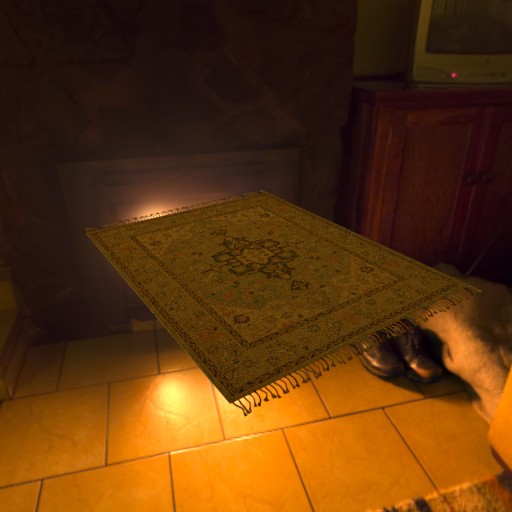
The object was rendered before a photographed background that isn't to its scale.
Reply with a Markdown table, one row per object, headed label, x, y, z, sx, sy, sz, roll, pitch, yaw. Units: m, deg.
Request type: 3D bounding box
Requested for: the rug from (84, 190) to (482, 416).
| label | x | y | z | sx | sy | sz | roll | pitch | yaw |
| --- | --- | --- | --- | --- | --- | --- | --- | --- | --- |
| rug | 0.000 | 0.000 | 3.510 | 1.971 | 0.010 | 2.651 | -17 | 32 | -30 |
